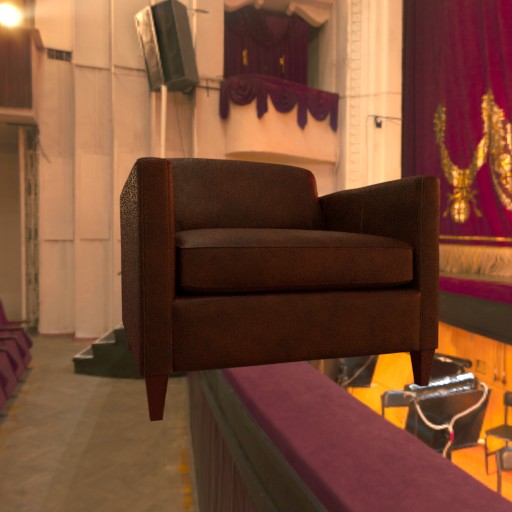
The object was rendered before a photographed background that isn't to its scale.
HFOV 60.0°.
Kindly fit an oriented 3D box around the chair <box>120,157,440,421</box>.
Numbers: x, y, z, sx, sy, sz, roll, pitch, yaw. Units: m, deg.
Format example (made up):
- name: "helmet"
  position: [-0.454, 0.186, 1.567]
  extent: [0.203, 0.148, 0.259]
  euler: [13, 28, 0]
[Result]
- name: "chair"
  position: [0.000, 0.000, 1.750]
  extent: [0.990, 0.864, 0.975]
  euler: [0, 1, -20]
